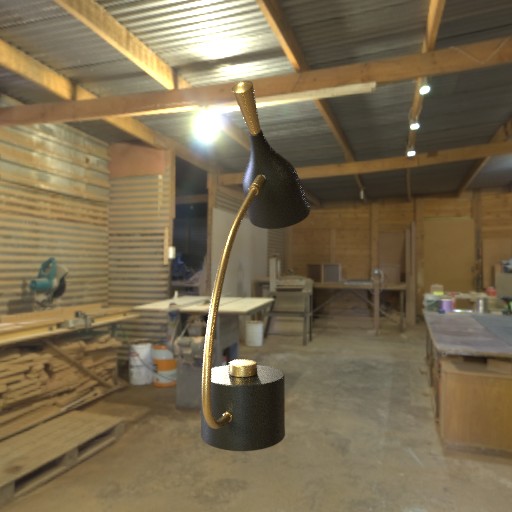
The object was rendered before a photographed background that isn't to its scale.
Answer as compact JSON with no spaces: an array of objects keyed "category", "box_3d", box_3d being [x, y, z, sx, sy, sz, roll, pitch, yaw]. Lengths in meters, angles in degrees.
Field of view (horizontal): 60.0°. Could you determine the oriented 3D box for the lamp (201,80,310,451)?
[{"category":"lamp","box_3d":[0.000,0.000,0.634,0.110,0.464,0.352,0,-1,18]}]
